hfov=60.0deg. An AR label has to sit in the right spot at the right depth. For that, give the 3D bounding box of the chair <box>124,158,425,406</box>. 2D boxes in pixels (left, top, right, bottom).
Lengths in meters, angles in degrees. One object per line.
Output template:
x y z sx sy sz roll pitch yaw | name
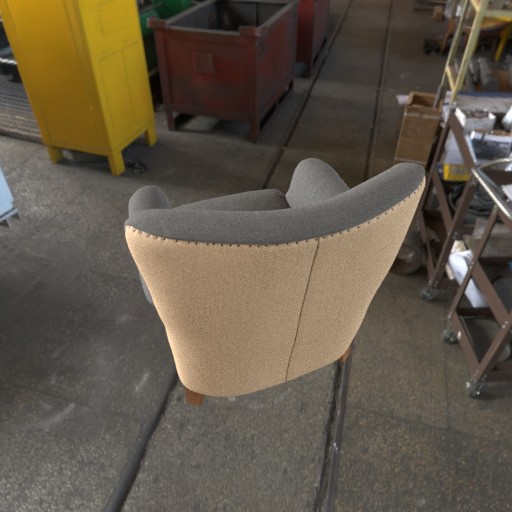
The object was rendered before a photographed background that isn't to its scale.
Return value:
0.000 0.000 1.651 0.861 0.936 0.921 -12 42 -14 | chair
